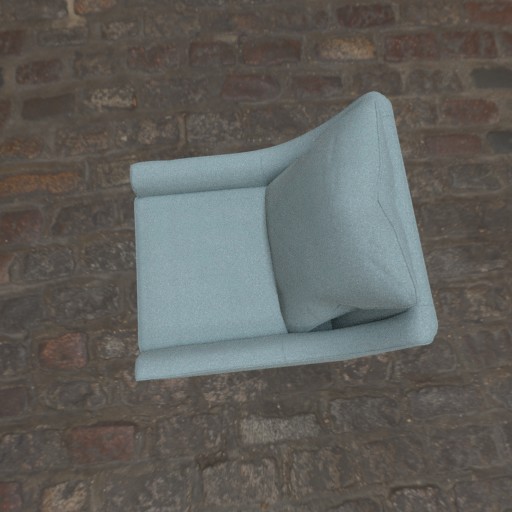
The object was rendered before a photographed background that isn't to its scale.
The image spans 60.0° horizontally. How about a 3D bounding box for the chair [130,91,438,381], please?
[{"bbox_3d":[0.000,0.000,1.550,0.870,0.926,0.760,-6,74,-2],"label":"chair"}]
